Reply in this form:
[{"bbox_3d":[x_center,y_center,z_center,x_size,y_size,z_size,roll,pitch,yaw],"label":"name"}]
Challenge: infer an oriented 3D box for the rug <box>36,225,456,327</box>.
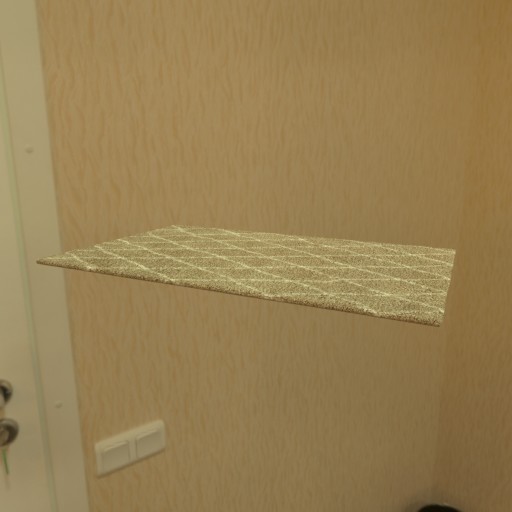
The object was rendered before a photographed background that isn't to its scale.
[{"bbox_3d":[0.000,0.000,3.011,2.438,0.030,1.524,6,15,25],"label":"rug"}]
